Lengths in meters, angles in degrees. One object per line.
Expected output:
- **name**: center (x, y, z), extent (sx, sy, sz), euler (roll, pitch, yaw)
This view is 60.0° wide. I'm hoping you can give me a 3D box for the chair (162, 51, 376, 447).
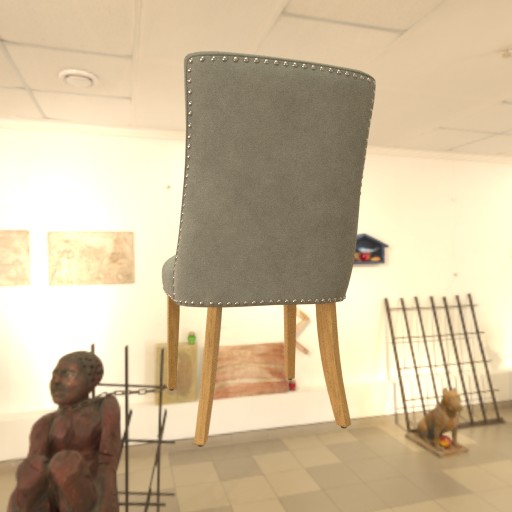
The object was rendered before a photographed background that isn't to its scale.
- **chair**: center (0.000, 0.000, 1.273), extent (0.495, 0.902, 0.610), euler (0, 1, -17)
